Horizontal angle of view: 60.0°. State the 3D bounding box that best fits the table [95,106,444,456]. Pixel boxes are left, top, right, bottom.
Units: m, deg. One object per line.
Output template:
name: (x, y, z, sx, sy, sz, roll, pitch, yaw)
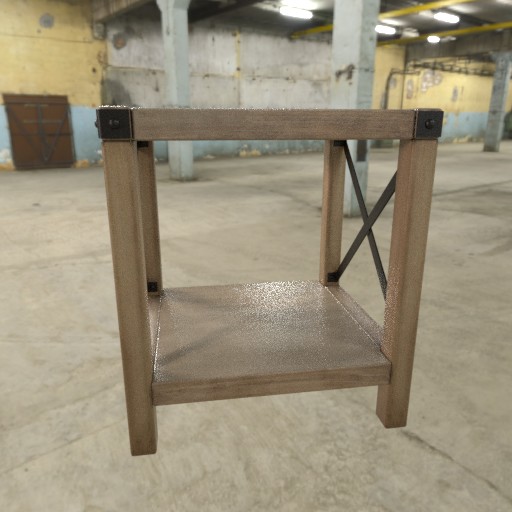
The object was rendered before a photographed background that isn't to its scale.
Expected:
table: (0.000, 0.000, 0.906, 0.510, 0.561, 0.459, -3, 17, -9)
